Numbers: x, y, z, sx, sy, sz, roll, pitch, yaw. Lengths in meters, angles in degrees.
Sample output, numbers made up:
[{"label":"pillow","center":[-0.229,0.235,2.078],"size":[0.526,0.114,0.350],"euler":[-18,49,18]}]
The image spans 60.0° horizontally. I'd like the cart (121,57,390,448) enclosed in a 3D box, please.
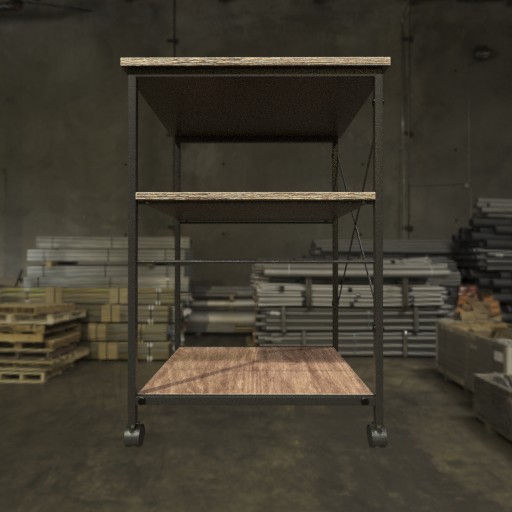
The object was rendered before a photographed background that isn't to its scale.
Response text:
[{"label":"cart","center":[0.000,0.000,1.112],"size":[0.520,0.762,0.521],"euler":[0,0,0]}]
